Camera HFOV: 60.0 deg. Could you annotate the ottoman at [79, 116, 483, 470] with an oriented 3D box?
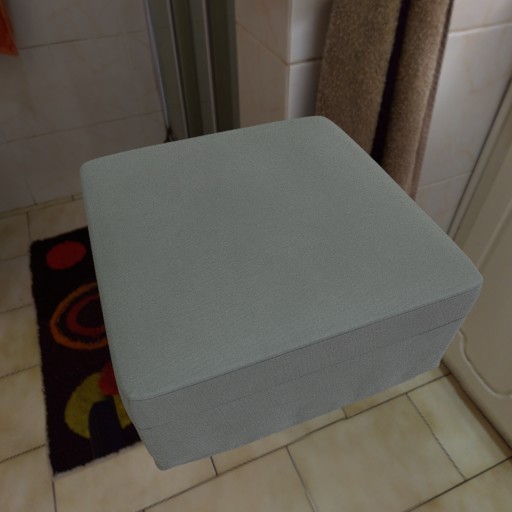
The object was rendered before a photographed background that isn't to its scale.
[{"bbox_3d":[0.000,0.000,1.280,0.843,0.441,0.842,-15,48,-14],"label":"ottoman"}]
